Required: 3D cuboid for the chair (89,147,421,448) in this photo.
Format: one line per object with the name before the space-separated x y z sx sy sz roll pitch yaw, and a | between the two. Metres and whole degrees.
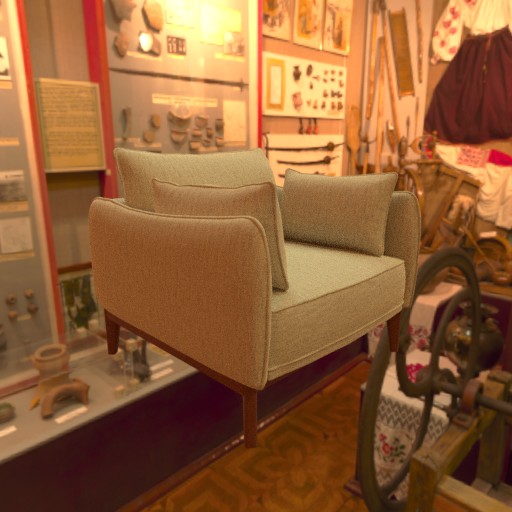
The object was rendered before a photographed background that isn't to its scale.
chair | 0.000 0.000 1.799 0.991 0.855 0.994 14 20 43
